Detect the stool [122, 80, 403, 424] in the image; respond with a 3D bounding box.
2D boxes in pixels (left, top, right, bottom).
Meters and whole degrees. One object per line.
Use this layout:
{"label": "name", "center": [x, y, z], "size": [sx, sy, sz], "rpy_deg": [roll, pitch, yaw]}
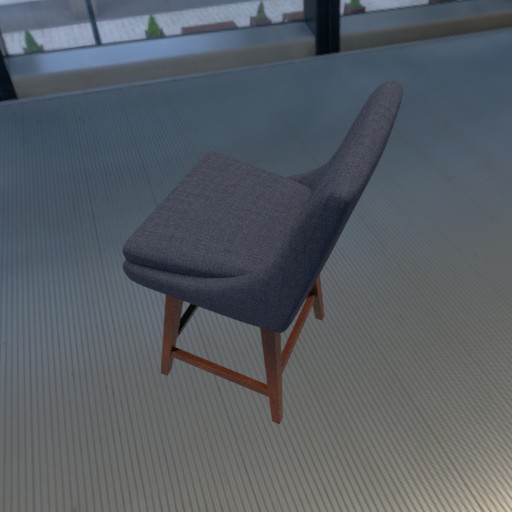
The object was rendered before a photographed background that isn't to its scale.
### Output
{"label": "stool", "center": [0.000, 0.000, 1.189], "size": [0.524, 0.895, 0.467], "rpy_deg": [18, 50, 16]}
